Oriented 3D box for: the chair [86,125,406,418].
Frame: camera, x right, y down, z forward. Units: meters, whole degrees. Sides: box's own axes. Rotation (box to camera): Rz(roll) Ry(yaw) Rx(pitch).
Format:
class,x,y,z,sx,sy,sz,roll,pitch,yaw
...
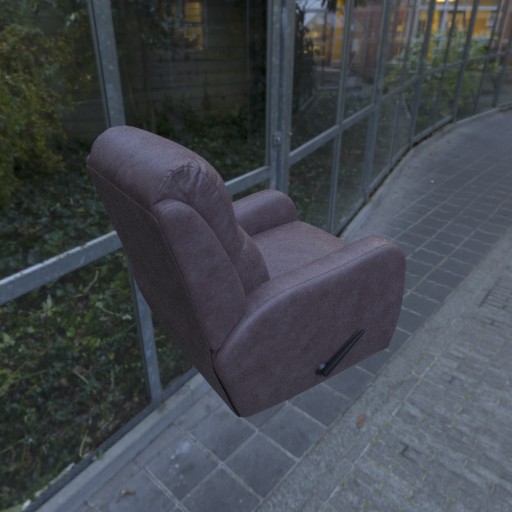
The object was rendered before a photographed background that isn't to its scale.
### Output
class,x,y,z,sx,sy,sz,roll,pitch,yaw
chair,0.000,0.000,1.841,1.067,1.067,0.865,-18,33,-31
